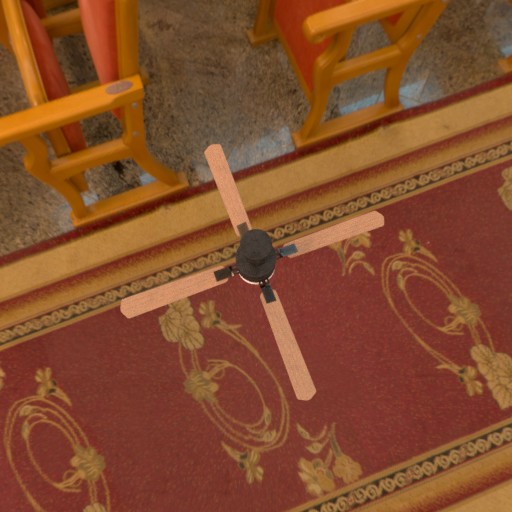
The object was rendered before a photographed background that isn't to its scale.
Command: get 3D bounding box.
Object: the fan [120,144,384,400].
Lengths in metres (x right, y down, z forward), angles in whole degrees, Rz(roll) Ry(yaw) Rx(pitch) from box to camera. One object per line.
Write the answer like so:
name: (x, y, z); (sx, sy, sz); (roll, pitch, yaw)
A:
fan: (0.000, 0.000, 1.990); (1.320, 0.355, 1.320); (-20, 75, -5)
